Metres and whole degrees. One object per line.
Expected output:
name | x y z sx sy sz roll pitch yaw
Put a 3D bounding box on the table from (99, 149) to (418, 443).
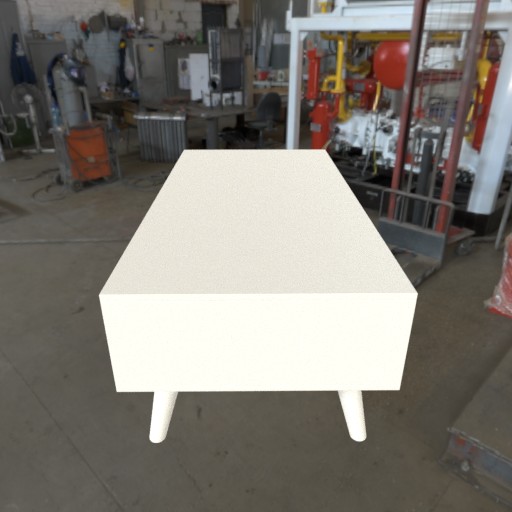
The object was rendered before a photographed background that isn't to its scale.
table | 0.000 0.000 1.476 0.609 0.432 1.194 0 26 0
